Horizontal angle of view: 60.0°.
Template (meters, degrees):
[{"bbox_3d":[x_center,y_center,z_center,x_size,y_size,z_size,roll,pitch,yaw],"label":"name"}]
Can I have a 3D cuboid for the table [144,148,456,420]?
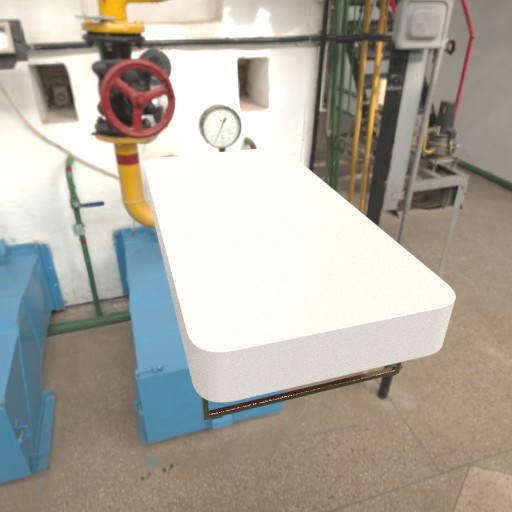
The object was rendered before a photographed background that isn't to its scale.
[{"bbox_3d":[0.000,0.000,1.464,0.600,0.340,1.200,-9,31,-14],"label":"table"}]
